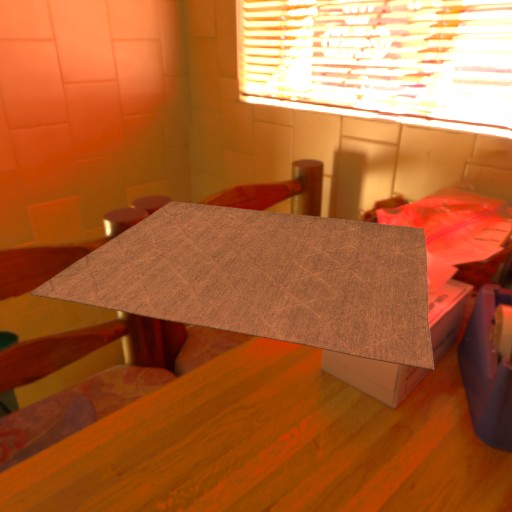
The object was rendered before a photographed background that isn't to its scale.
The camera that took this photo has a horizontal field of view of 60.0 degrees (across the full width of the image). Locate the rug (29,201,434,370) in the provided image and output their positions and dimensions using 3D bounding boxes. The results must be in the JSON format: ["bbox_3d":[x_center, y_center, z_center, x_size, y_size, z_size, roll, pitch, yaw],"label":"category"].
[{"bbox_3d":[0.000,0.000,4.139,3.048,0.013,2.438,8,26,16],"label":"rug"}]
